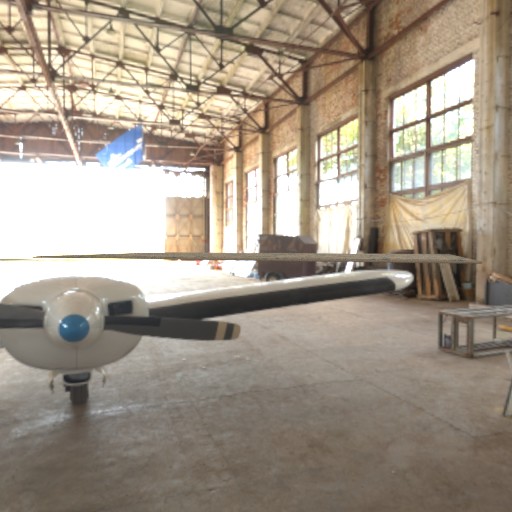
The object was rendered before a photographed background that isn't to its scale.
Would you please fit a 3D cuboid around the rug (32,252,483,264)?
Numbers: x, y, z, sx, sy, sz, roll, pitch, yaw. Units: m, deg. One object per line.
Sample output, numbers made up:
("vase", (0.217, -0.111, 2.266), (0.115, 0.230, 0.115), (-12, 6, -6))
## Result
("rug", (0.000, 0.000, 1.423), (1.220, 0.007, 0.605), (1, 2, 18))
